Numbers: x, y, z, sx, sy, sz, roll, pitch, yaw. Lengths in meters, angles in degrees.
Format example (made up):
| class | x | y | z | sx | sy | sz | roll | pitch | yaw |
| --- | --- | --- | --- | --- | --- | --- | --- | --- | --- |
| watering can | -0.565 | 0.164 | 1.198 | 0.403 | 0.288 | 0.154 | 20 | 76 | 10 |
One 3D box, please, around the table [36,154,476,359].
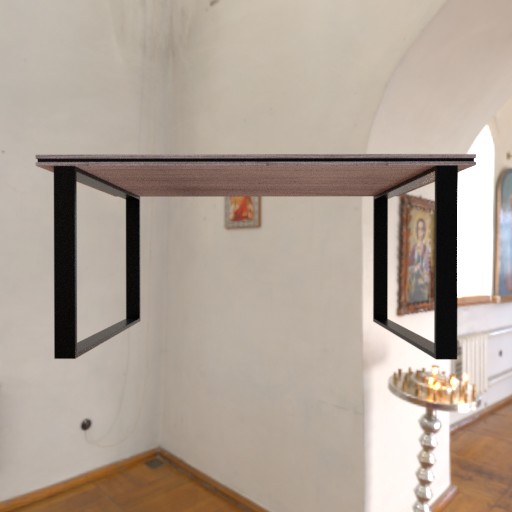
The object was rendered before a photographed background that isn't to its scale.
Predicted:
| class | x | y | z | sx | sy | sz | roll | pitch | yaw |
| --- | --- | --- | --- | --- | --- | --- | --- | --- | --- |
| table | 0.000 | 0.000 | 2.031 | 1.579 | 0.736 | 0.881 | 0 | 0 | 0 |
